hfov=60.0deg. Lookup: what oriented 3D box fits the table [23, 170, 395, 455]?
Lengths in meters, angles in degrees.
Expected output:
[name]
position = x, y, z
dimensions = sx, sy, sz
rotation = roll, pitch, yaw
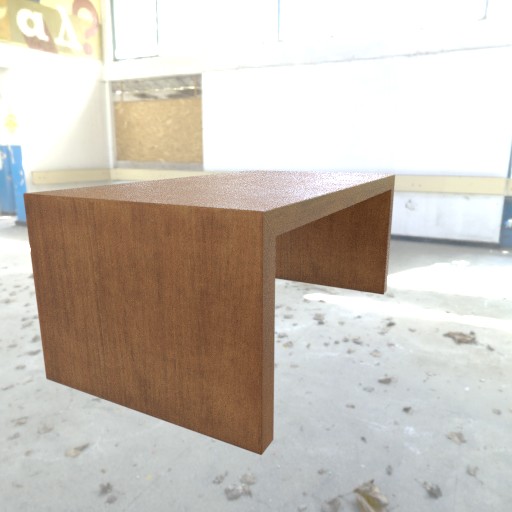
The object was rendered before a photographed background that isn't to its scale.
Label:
[table]
position = 0.000, 0.000, 1.259
dimensions = 0.549, 0.419, 1.000
rotation = 7, 16, 27
